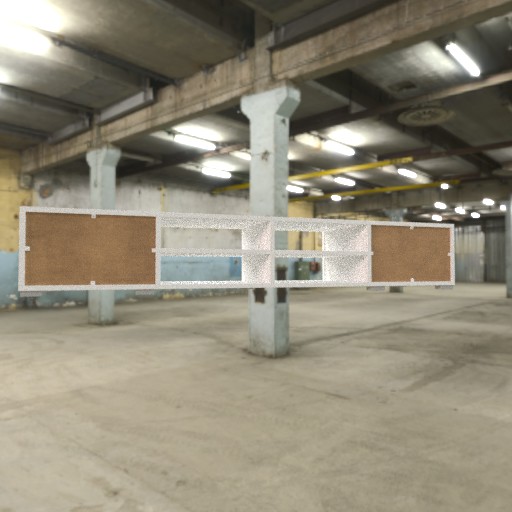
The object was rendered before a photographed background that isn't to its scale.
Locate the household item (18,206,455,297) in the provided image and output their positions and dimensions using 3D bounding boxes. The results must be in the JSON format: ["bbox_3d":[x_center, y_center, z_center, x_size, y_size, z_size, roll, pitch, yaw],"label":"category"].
[{"bbox_3d":[0.000,0.000,2.007,1.850,0.310,0.420,1,-2,-19],"label":"household item"}]
